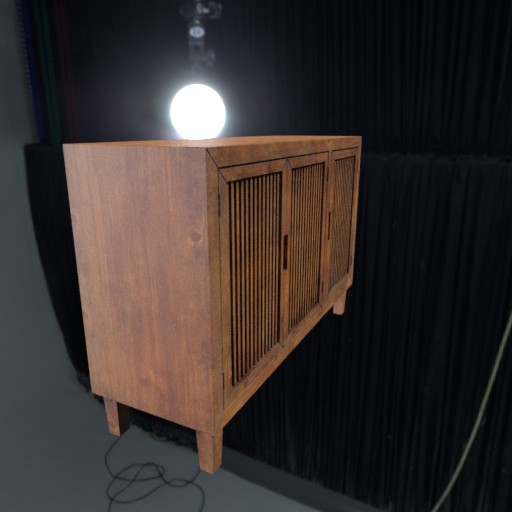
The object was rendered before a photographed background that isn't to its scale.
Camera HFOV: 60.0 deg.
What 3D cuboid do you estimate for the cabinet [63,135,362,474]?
[{"bbox_3d":[0.000,0.000,1.578,0.403,0.805,1.204,8,18,26],"label":"cabinet"}]
